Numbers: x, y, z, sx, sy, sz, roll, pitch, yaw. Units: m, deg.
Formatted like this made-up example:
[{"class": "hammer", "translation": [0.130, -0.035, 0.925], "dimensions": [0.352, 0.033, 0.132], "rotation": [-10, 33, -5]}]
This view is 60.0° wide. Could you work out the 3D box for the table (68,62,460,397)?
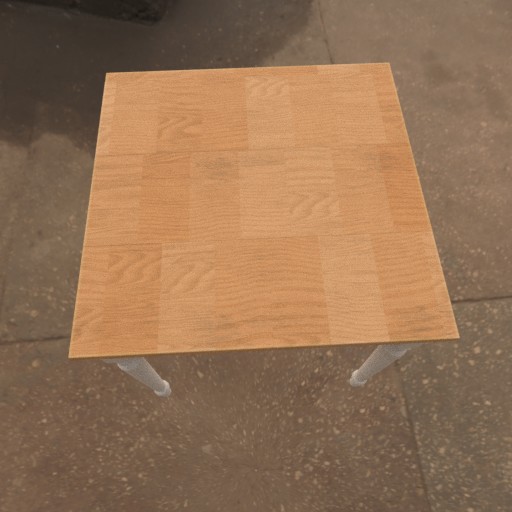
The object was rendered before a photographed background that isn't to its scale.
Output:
[{"class": "table", "translation": [0.000, 0.000, 1.337], "dimensions": [0.747, 0.738, 0.747], "rotation": [-3, 64, -1]}]
